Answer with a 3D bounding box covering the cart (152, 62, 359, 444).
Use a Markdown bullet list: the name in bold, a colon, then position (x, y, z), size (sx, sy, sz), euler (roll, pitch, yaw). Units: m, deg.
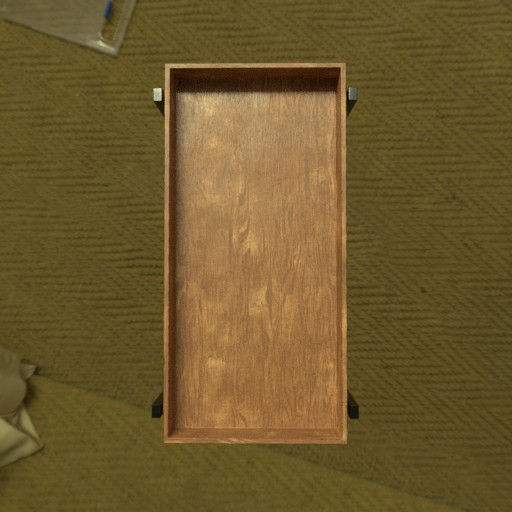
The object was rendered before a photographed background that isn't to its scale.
- **cart**: position (0.000, 0.000, 1.270), size (0.411, 0.800, 0.750), euler (0, 89, 1)
